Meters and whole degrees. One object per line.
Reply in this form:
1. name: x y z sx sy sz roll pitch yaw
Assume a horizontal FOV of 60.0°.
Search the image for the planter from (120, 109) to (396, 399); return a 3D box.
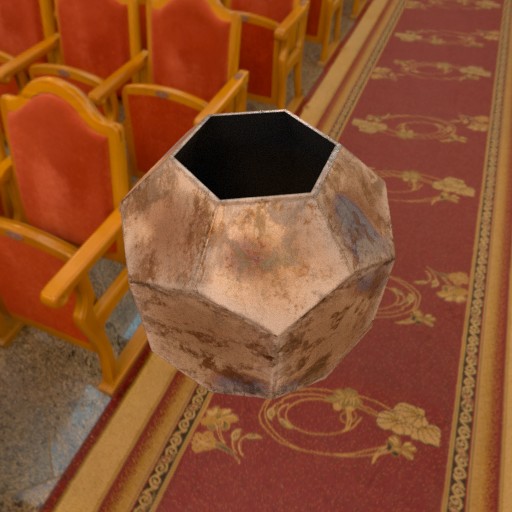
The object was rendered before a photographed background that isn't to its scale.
1. planter: 0.000 0.000 0.424 0.243 0.238 0.221 17 50 15
